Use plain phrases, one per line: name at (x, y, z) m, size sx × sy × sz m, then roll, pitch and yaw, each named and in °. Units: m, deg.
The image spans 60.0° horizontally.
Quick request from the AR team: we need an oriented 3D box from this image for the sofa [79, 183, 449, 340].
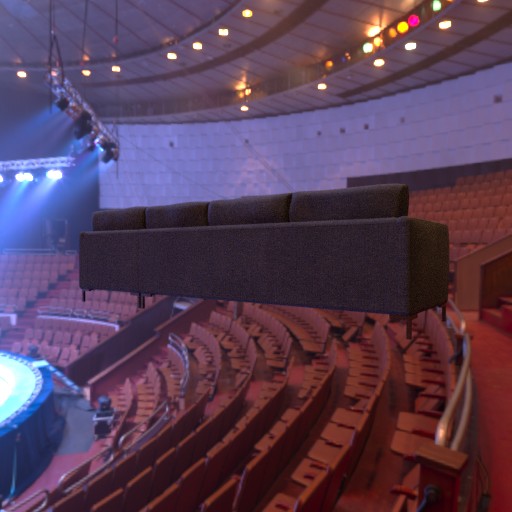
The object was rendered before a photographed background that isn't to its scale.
sofa at (0.000, 0.000, 3.569) m, size 2.932 × 0.810 × 1.350 m, roll 0°, pitch 1°, yaw 36°
